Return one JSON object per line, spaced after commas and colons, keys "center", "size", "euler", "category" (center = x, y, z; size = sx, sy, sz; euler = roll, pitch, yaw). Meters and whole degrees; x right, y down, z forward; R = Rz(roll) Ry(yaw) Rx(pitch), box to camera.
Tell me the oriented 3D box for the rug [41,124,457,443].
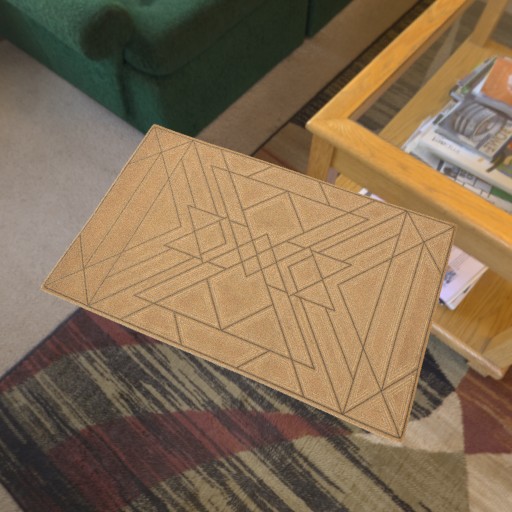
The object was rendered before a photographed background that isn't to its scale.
{"center": [0.000, 0.000, 3.051], "size": [2.459, 0.023, 1.575], "euler": [21, 65, 10], "category": "rug"}
